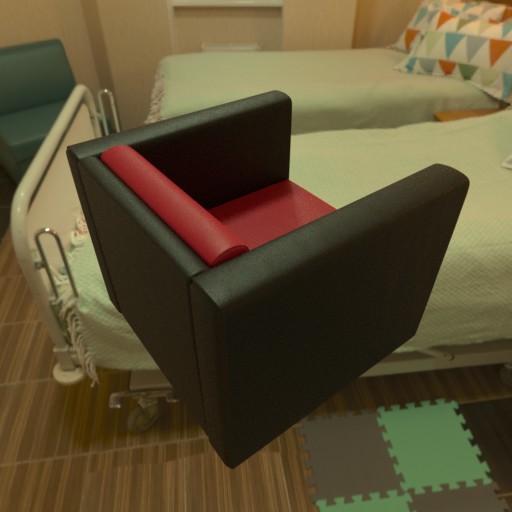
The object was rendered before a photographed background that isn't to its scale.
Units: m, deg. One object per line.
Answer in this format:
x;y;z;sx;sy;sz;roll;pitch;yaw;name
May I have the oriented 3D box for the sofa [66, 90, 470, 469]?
0.000;0.000;1.447;0.809;0.724;0.839;-26;46;-28;sofa
